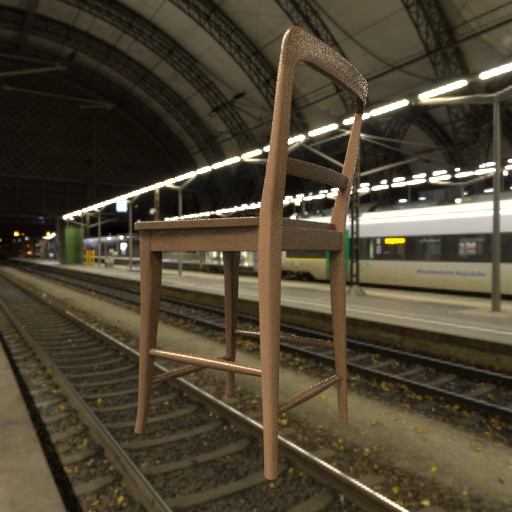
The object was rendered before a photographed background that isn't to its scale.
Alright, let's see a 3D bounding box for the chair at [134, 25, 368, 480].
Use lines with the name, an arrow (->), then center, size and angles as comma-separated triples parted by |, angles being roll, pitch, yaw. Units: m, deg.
chair -> 0.000, 0.000, 1.251 | 0.546, 0.991, 0.450 | 1, 1, 35
